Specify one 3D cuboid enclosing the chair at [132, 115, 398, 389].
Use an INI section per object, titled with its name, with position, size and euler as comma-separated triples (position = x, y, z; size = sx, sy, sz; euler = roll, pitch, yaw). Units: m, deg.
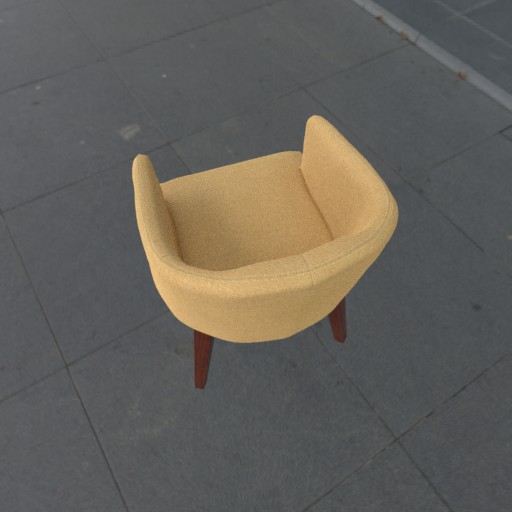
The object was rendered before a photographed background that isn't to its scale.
[chair]
position = 0.000, 0.000, 1.289
size = 0.583, 0.811, 0.655
euler = -15, 59, -9
